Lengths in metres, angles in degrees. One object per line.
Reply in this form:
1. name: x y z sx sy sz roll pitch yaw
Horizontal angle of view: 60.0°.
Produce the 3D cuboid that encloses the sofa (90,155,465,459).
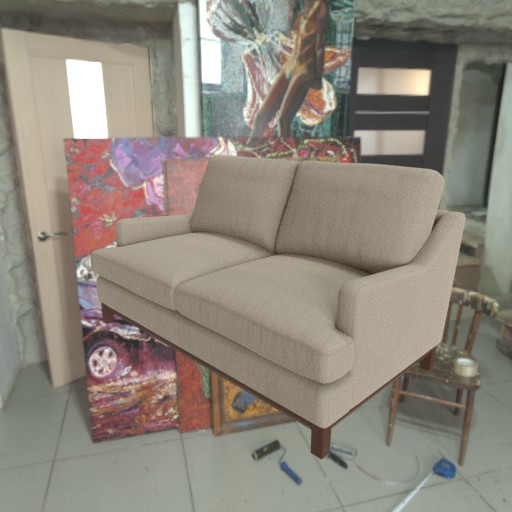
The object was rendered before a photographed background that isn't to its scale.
1. sofa: 0.000 0.000 2.189 1.004 0.910 1.619 -15 22 -43
